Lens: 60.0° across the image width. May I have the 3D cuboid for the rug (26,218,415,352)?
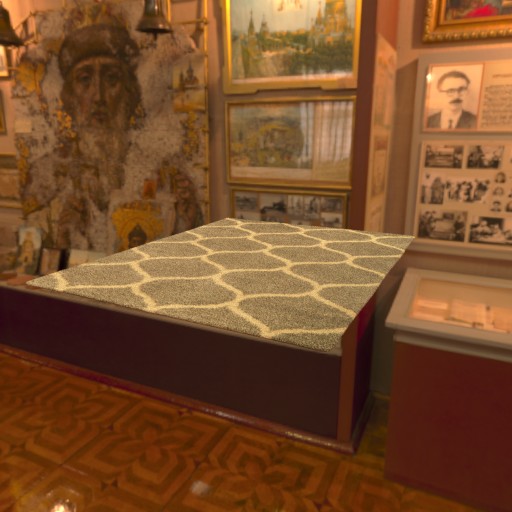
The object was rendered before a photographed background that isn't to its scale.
[{"bbox_3d":[0.000,0.000,4.103,2.399,0.026,3.000,8,17,26],"label":"rug"}]
